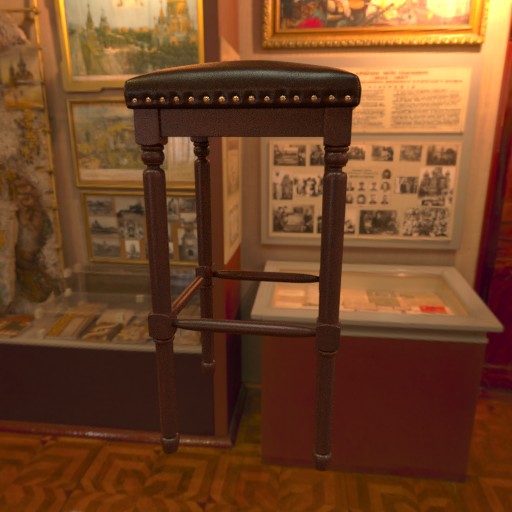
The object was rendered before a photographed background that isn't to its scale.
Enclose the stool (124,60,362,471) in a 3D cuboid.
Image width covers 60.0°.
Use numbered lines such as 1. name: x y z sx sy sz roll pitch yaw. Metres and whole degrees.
1. stool: 0.000 0.000 0.956 0.382 0.768 0.383 2 16 9
